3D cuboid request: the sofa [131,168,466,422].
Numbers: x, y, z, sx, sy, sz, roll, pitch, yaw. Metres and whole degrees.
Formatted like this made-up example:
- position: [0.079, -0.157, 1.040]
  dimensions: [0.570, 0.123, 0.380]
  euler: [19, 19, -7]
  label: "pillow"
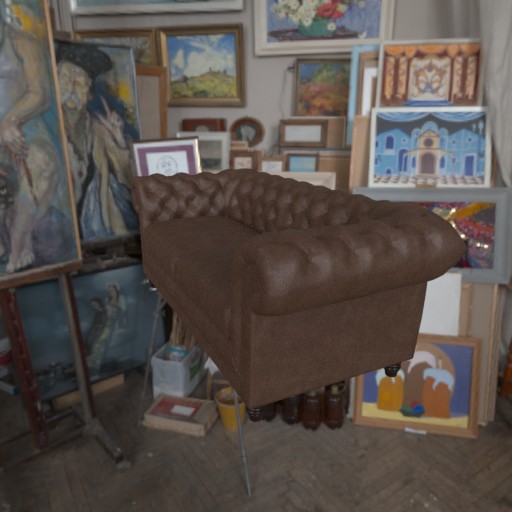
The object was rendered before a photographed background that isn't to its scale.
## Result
- position: [0.000, 0.000, 2.458]
  dimensions: [0.955, 0.784, 2.048]
  euler: [-8, 19, -25]
  label: "sofa"
